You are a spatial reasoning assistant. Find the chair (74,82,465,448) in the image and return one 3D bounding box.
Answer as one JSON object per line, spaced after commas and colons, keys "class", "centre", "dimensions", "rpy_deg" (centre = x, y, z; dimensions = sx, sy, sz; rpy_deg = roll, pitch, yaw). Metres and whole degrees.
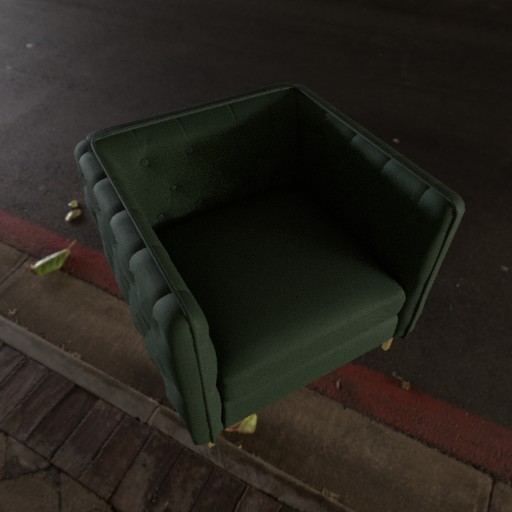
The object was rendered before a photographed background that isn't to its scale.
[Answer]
{"class": "chair", "centre": [0.000, 0.000, 1.554], "dimensions": [0.917, 0.768, 0.855], "rpy_deg": [-22, 50, -20]}
